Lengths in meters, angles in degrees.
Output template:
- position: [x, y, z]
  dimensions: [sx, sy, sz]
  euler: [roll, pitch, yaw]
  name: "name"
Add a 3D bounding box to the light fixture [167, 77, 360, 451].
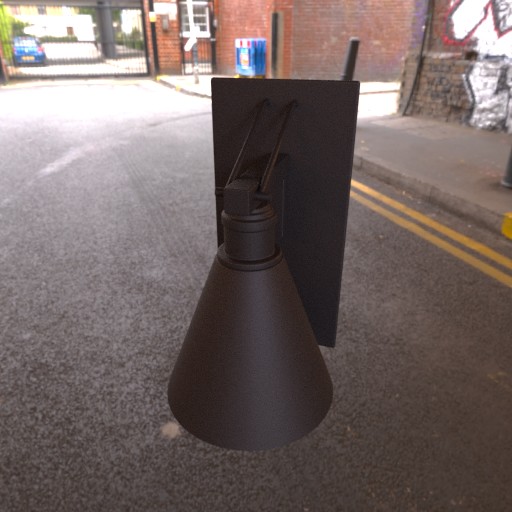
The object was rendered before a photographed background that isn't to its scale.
- position: [0.000, 0.000, 0.416]
  dimensions: [0.170, 0.298, 0.207]
  euler: [8, 27, 16]
  name: "light fixture"
